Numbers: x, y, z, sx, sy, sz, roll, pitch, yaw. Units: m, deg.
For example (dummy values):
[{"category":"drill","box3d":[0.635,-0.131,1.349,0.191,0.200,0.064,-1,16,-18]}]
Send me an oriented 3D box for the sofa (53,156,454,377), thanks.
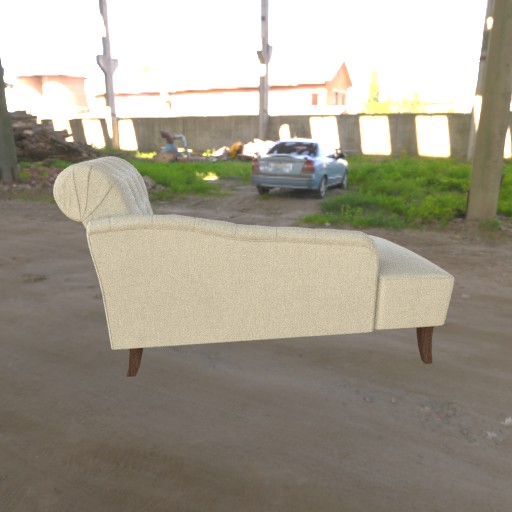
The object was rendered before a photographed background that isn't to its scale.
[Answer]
[{"category":"sofa","box3d":[0.000,0.000,1.821,1.379,0.787,0.675,-2,15,-9]}]
